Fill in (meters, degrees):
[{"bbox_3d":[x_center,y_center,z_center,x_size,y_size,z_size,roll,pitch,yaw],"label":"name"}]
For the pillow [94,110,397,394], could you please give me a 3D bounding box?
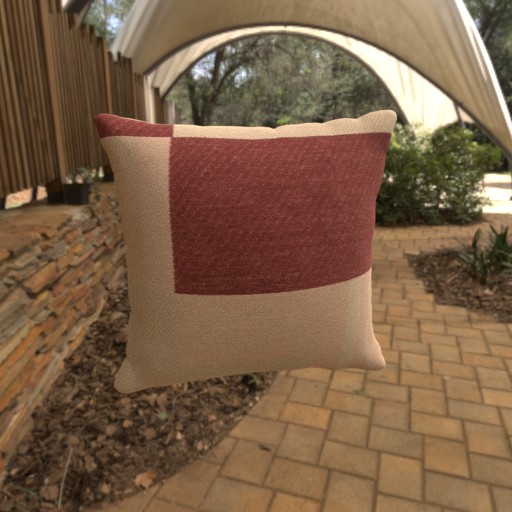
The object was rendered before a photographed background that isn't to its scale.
[{"bbox_3d":[0.000,0.000,0.803,0.536,0.506,0.229,-3,16,-10],"label":"pillow"}]
